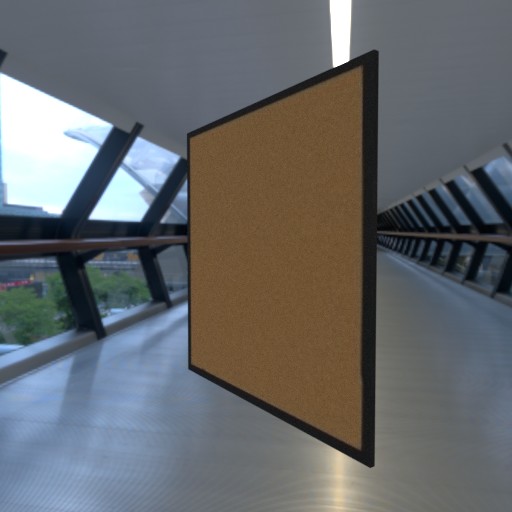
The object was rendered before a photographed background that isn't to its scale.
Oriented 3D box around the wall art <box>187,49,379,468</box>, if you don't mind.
[{"bbox_3d":[0.000,0.000,1.213,0.013,0.823,0.823,-1,3,-35],"label":"wall art"}]
